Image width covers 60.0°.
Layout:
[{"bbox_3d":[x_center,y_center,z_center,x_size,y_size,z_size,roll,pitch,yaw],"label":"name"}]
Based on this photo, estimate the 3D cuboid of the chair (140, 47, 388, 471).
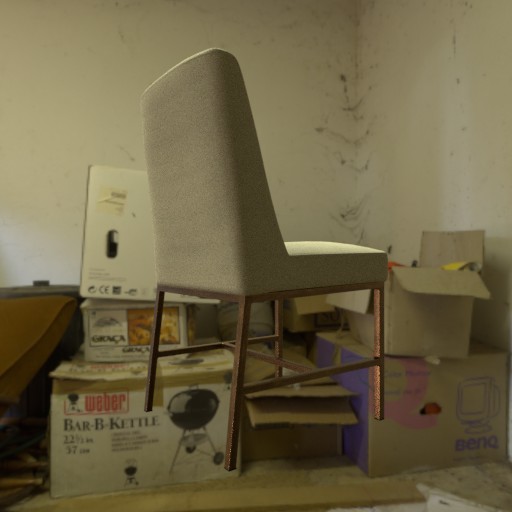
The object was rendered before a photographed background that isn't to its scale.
[{"bbox_3d":[0.000,0.000,1.294,0.597,0.933,0.503,0,0,-36],"label":"chair"}]
